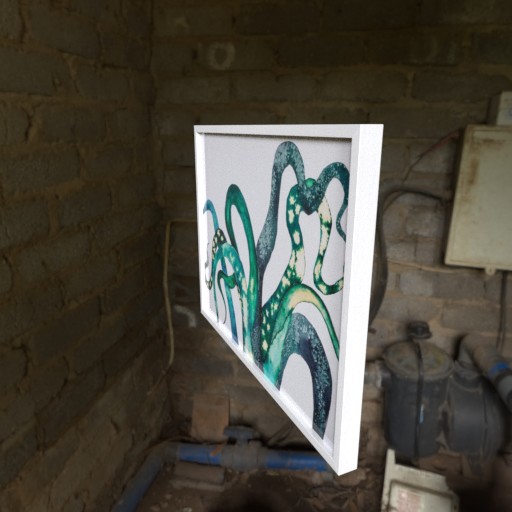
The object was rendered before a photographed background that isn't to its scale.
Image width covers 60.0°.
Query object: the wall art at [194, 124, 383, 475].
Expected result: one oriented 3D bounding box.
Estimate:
[{"bbox_3d":[0.000,0.000,1.390,0.053,0.787,1.041,-7,18,-24],"label":"wall art"}]
